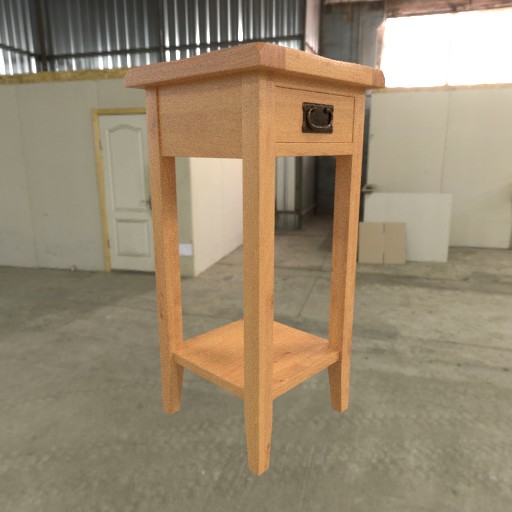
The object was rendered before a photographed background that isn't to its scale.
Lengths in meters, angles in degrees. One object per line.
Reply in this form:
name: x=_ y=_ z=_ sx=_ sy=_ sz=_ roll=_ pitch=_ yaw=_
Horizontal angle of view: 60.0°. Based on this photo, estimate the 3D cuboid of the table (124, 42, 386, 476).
table: x=0.000 y=0.000 z=0.947 sx=0.360 sy=0.740 sz=0.360 roll=13 pitch=19 yaw=42
